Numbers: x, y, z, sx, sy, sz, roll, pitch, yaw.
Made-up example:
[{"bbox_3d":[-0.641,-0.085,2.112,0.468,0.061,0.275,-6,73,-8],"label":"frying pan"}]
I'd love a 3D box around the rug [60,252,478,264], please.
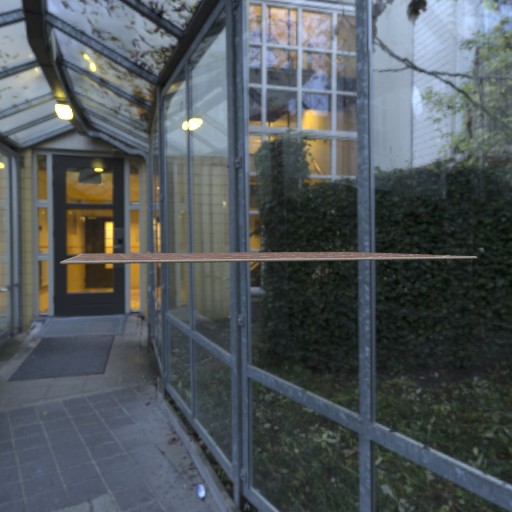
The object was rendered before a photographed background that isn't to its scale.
[{"bbox_3d":[0.000,0.000,2.993,2.294,0.014,1.528,-1,2,-19],"label":"rug"}]
